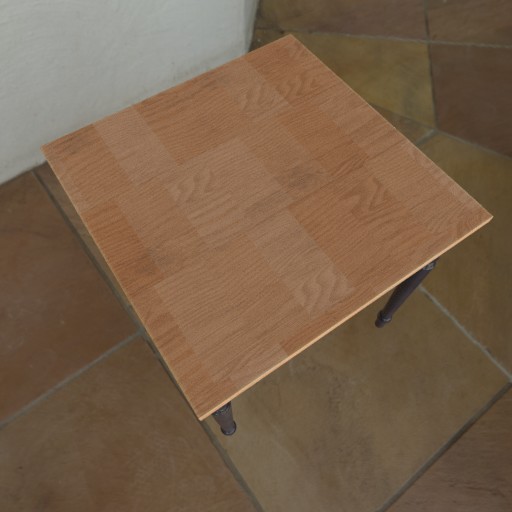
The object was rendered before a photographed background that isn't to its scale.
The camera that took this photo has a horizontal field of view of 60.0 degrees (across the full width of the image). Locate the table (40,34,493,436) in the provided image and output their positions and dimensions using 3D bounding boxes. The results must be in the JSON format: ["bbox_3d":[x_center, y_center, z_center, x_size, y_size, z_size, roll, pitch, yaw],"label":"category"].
[{"bbox_3d":[0.000,0.000,1.339,0.747,0.738,0.747,-31,66,-15],"label":"table"}]
